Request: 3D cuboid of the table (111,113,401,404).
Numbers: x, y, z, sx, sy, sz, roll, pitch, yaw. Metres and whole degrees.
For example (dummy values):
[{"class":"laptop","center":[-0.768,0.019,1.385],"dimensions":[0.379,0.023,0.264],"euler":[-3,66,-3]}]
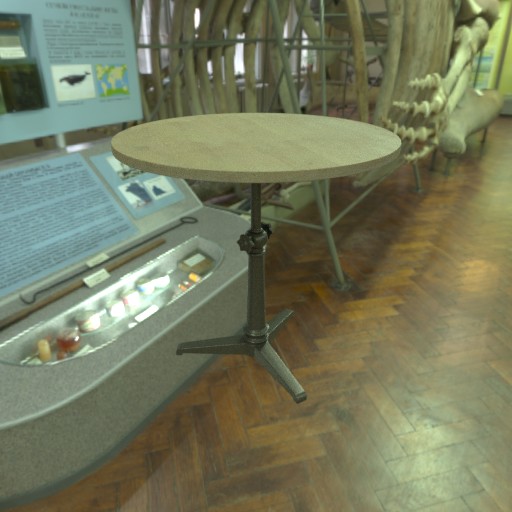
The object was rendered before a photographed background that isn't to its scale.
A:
[{"class":"table","center":[0.000,0.000,1.443],"dimensions":[0.800,0.780,0.800],"euler":[0,26,0]}]
